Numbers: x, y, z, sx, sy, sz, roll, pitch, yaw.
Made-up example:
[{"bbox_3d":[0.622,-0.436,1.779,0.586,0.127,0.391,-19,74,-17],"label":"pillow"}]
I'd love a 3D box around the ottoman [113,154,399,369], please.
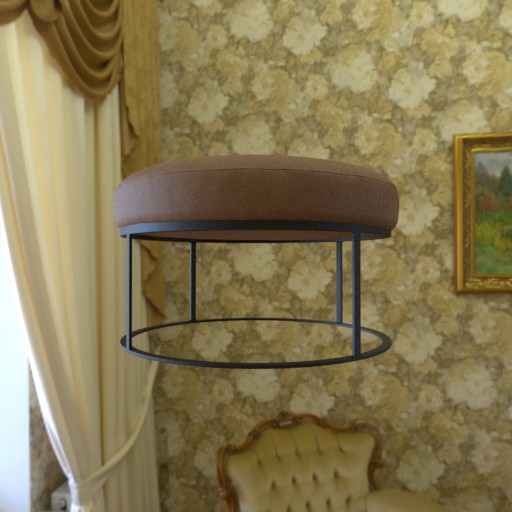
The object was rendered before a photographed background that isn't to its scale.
[{"bbox_3d":[0.000,0.000,1.257,0.771,0.460,0.771,0,0,0],"label":"ottoman"}]
